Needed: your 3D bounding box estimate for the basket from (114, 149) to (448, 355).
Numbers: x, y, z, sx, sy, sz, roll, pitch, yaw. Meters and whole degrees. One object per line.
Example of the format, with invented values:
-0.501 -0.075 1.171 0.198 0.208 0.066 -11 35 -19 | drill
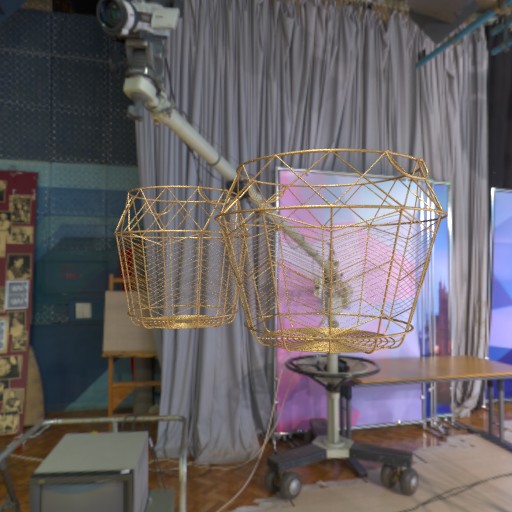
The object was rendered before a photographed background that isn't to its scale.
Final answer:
0.000 0.000 0.999 0.805 0.343 0.451 0 0 37 | basket
